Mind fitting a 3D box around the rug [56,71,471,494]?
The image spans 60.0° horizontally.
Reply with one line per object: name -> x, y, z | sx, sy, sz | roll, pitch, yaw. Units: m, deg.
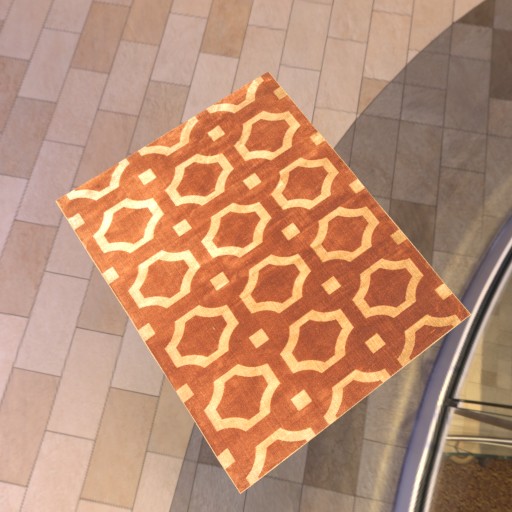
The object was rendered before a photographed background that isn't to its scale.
rug -> 0.000, 0.000, 4.019 | 2.466, 0.021, 3.049 | -34, 78, -9
